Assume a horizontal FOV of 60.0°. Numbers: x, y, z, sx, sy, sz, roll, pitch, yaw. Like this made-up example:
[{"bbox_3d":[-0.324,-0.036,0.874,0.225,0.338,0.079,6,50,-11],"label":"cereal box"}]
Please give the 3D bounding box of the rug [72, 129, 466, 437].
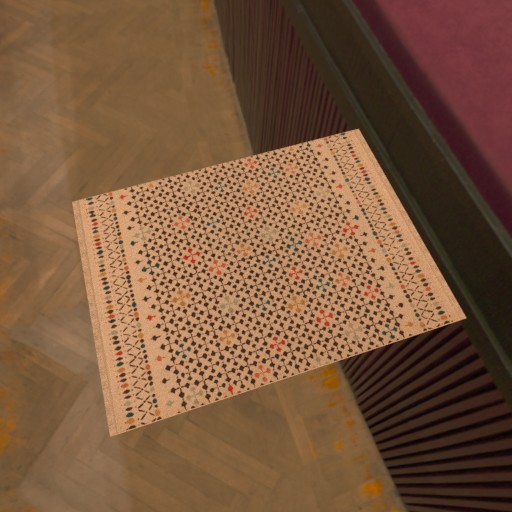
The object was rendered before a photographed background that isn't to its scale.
[{"bbox_3d":[0.000,0.000,2.071,1.556,0.006,1.146,-16,64,-8],"label":"rug"}]
